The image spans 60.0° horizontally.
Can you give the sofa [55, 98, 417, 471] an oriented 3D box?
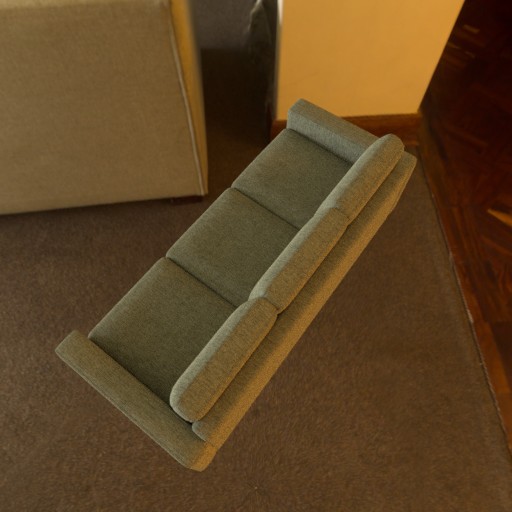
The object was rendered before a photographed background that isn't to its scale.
[{"bbox_3d":[0.000,0.000,2.576,0.900,0.800,2.160,34,67,16],"label":"sofa"}]
